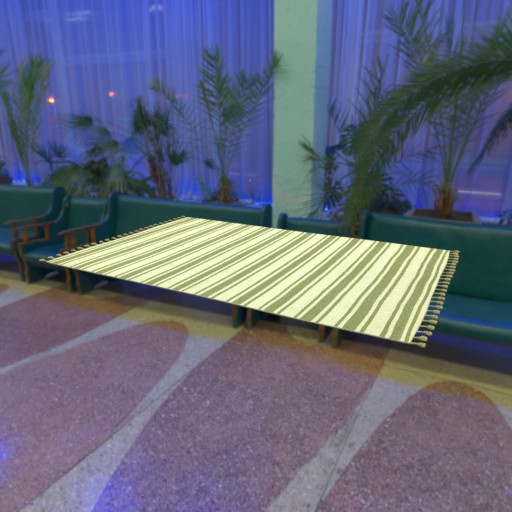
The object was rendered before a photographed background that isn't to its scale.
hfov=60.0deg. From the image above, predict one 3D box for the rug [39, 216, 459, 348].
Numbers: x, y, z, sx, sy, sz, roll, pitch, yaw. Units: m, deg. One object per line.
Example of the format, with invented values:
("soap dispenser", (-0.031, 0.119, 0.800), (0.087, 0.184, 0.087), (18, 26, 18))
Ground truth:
("rug", (0.000, 0.000, 3.004), (2.435, 0.018, 1.540), (9, 20, 27))
